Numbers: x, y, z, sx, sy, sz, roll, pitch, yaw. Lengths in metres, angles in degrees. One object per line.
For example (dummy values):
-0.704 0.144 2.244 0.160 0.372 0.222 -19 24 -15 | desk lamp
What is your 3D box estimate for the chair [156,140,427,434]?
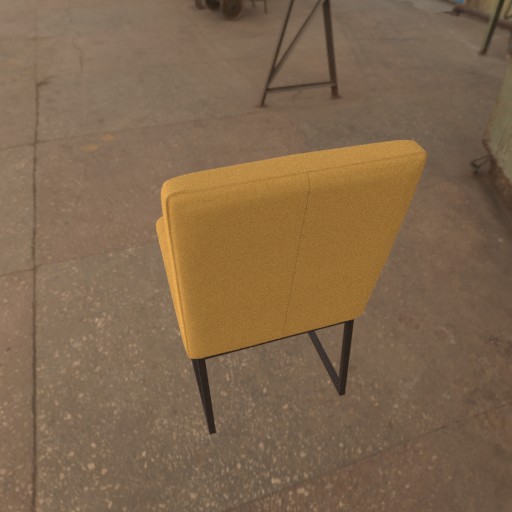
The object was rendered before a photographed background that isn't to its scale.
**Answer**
0.000 0.000 1.303 0.520 0.930 0.634 -12 43 -13 | chair
